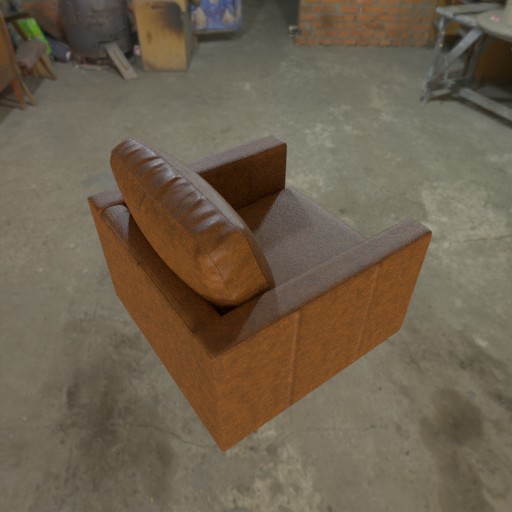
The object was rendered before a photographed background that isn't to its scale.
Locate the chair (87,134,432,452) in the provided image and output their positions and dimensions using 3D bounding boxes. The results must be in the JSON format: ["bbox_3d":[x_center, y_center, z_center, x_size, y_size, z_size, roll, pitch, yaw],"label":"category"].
[{"bbox_3d":[0.000,0.000,1.706,0.909,0.956,0.890,-26,48,-26],"label":"chair"}]
